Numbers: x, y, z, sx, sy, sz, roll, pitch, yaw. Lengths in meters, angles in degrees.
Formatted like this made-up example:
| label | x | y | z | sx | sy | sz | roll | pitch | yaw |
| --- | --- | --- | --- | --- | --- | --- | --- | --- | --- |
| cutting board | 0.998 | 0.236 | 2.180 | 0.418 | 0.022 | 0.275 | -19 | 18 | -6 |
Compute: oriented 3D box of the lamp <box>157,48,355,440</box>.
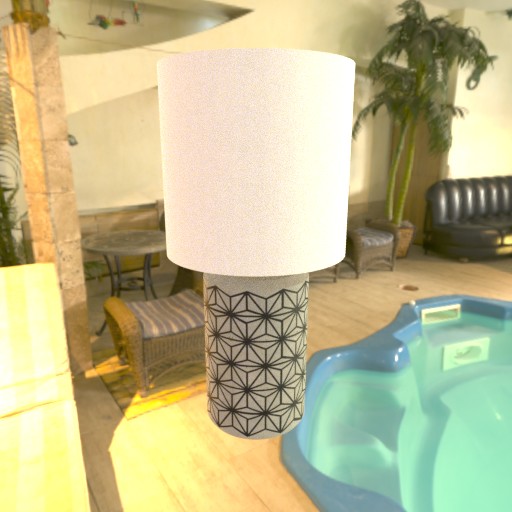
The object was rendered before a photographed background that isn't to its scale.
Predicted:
| label | x | y | z | sx | sy | sz | roll | pitch | yaw |
| --- | --- | --- | --- | --- | --- | --- | --- | --- | --- |
| lamp | 0.000 | 0.000 | 0.524 | 0.206 | 0.416 | 0.206 | -8 | 17 | -27 |
